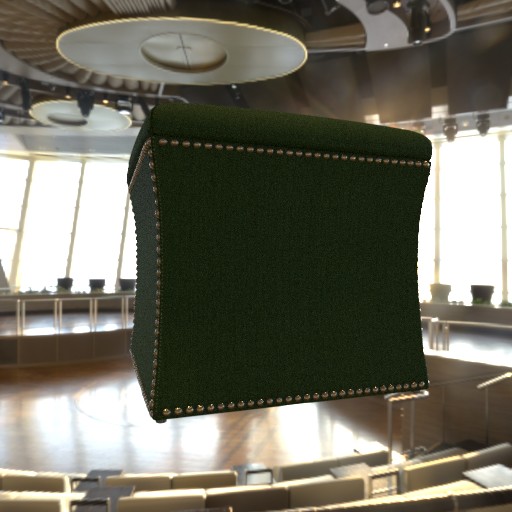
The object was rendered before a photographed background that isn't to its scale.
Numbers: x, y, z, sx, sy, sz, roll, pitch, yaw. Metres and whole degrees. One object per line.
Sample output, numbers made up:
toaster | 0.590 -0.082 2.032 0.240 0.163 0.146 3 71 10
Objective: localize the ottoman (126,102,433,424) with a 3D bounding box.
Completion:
ottoman | 0.000 0.000 0.904 0.497 0.475 0.507 0 -1 -19
